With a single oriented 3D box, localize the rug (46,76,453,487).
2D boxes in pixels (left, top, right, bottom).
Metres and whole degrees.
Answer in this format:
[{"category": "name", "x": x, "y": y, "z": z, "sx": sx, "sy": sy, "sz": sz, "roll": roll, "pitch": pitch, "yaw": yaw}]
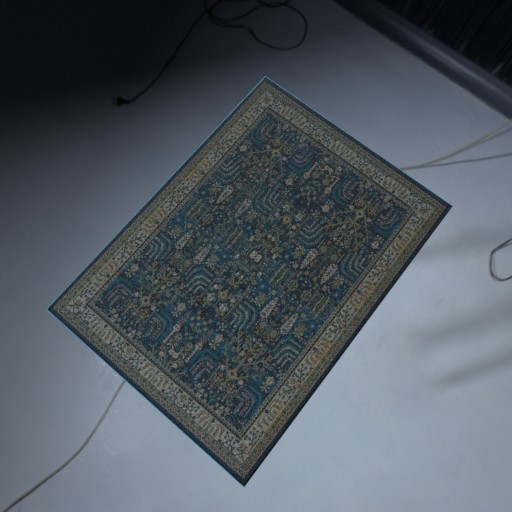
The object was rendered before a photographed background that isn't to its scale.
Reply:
[{"category": "rug", "x": 0.000, "y": 0.000, "z": 3.975, "sx": 2.226, "sy": 0.015, "sz": 3.044, "roll": 38, "pitch": 78, "yaw": 10}]
